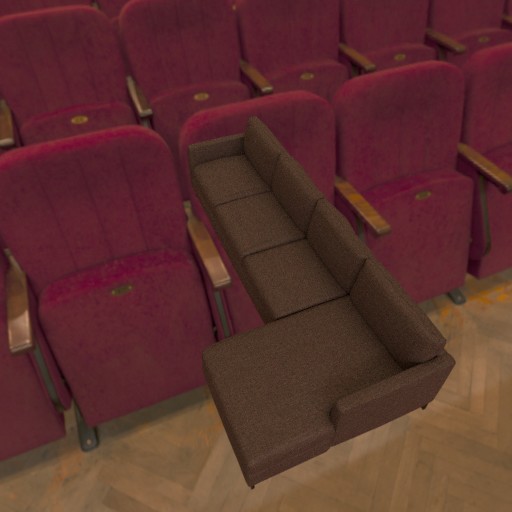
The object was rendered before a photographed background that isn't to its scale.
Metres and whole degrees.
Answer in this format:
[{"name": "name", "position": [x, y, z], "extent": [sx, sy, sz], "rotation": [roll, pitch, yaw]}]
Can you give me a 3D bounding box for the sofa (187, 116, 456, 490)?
[{"name": "sofa", "position": [0.000, 0.000, 3.801], "extent": [1.483, 0.892, 3.221], "rotation": [-17, 48, -16]}]
